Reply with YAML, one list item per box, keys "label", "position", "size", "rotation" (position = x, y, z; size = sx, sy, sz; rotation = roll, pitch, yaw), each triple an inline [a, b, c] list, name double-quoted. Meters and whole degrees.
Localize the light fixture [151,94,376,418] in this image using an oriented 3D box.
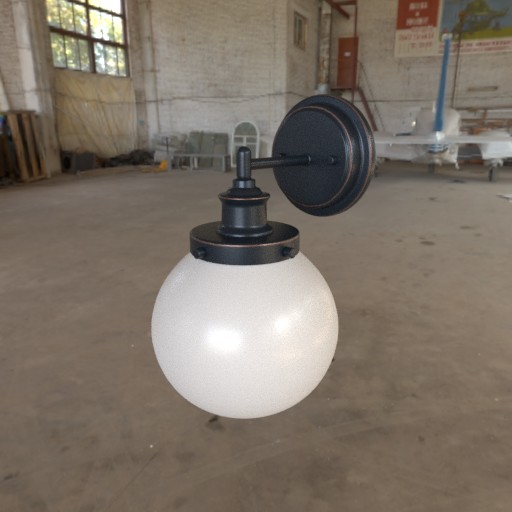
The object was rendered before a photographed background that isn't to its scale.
- label: "light fixture"
  position: [0.000, 0.000, 0.469]
  size: [0.197, 0.332, 0.230]
  rotation: [15, 22, 41]
